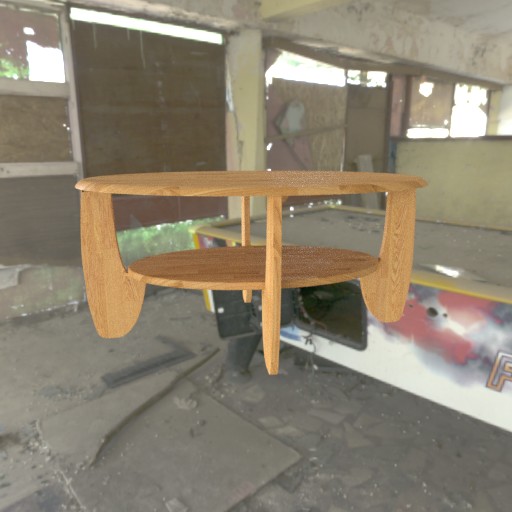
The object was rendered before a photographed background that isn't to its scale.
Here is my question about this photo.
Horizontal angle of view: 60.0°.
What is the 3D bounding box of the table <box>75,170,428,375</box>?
[{"bbox_3d":[0.000,0.000,1.392,1.040,0.490,0.690,-2,14,-8],"label":"table"}]
